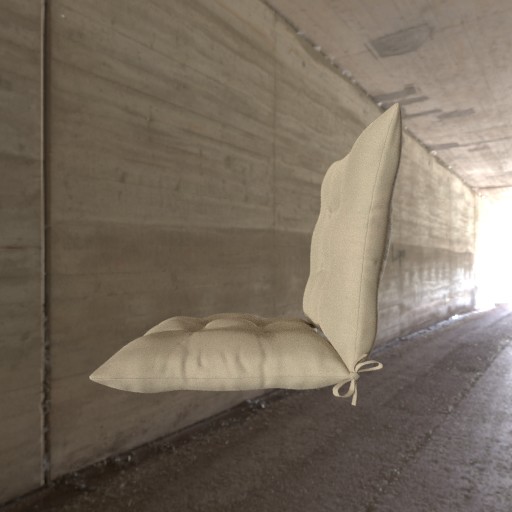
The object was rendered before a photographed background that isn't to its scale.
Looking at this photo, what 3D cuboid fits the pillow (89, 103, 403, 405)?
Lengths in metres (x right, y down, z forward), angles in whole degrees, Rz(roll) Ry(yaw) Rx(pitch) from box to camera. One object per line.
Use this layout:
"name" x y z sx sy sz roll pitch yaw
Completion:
"pillow" 0.000 0.000 1.022 0.585 0.536 0.541 0 0 -1
